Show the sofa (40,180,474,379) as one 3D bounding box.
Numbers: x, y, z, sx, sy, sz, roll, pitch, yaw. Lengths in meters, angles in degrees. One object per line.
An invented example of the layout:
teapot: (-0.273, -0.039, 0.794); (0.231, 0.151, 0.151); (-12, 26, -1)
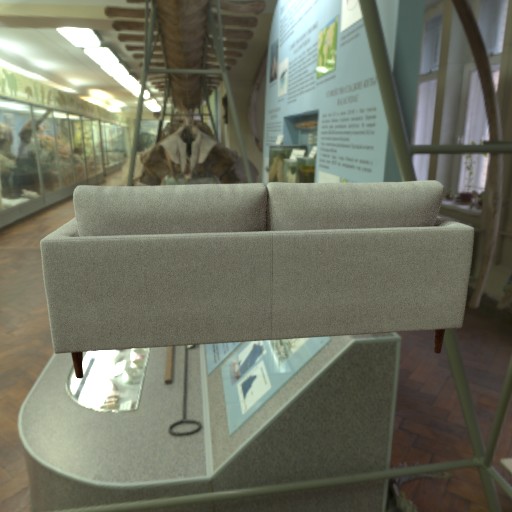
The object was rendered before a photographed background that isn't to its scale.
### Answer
sofa: (0.000, 0.000, 2.466); (1.948, 0.868, 1.020); (-2, 15, -8)
